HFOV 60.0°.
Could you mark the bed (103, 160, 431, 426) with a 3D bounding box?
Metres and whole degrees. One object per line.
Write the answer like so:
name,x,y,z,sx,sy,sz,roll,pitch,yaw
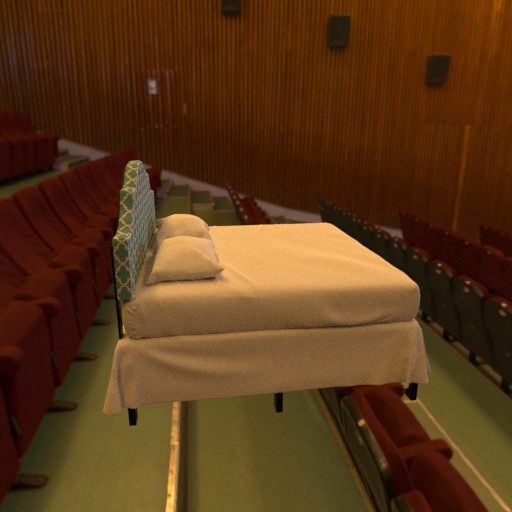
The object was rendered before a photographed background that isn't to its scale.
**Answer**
bed,0.000,0.000,3.752,2.222,1.601,2.314,-2,17,-8
